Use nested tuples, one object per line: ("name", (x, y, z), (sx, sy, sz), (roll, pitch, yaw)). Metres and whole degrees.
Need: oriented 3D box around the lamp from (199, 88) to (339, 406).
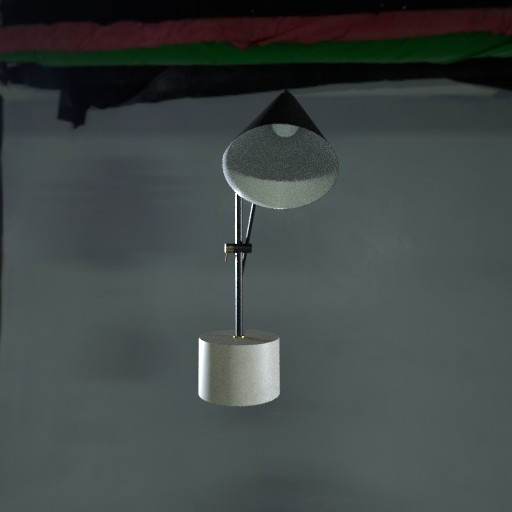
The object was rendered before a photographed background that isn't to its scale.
("lamp", (0.000, 0.000, 0.728), (0.214, 0.518, 0.403), (0, 1, 0))
